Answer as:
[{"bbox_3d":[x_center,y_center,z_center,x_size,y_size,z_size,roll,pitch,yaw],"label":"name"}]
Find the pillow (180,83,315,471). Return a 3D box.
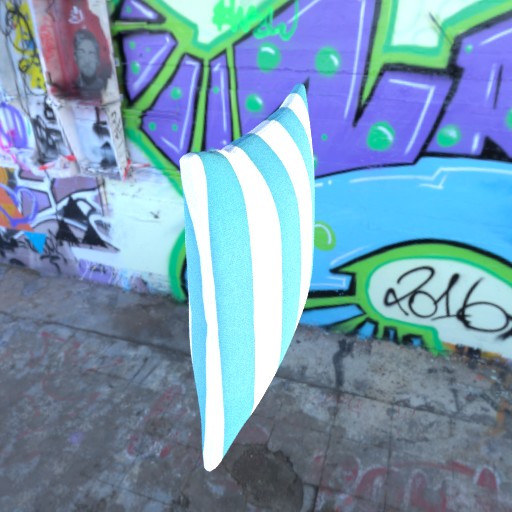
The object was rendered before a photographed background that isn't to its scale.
[{"bbox_3d":[0.000,0.000,0.816,0.189,0.526,0.536,9,32,15],"label":"pillow"}]
